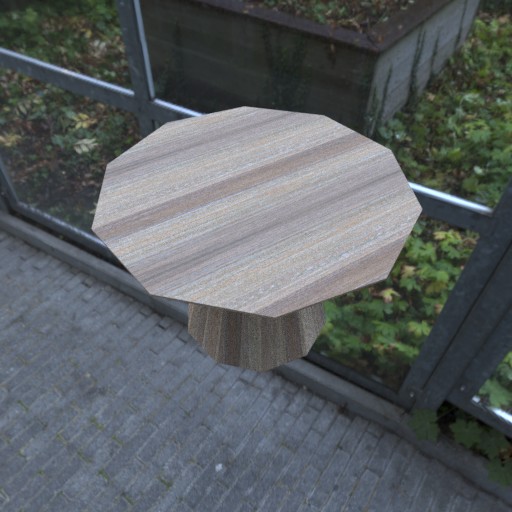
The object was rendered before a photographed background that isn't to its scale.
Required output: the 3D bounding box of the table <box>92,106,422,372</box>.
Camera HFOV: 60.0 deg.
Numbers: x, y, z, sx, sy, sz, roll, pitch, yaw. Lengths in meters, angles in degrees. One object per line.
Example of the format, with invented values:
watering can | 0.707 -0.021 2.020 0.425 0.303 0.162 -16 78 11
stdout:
table | 0.000 0.000 1.904 1.186 0.752 1.186 0 47 0
